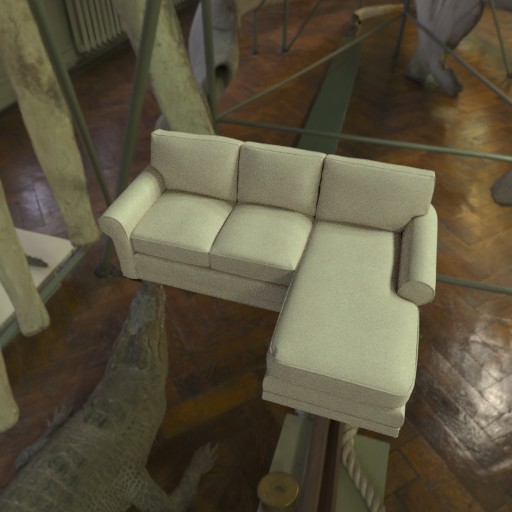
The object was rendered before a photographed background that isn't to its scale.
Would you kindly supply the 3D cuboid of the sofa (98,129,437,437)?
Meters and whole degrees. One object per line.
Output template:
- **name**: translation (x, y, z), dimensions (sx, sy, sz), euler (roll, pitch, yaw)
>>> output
- **sofa**: translation (0.000, 0.000, 2.319), dimensions (1.770, 0.734, 1.226), euler (12, 44, 13)
